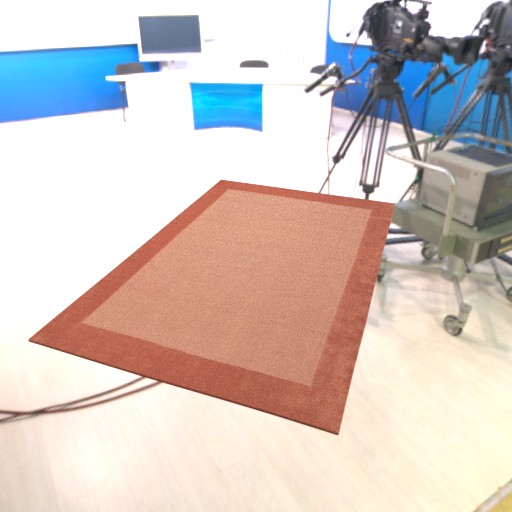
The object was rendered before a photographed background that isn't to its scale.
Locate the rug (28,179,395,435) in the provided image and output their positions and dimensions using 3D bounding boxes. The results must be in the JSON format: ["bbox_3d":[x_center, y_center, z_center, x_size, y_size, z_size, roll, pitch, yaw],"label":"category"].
[{"bbox_3d":[0.000,0.000,2.278,1.219,0.014,1.829,11,33,17],"label":"rug"}]
